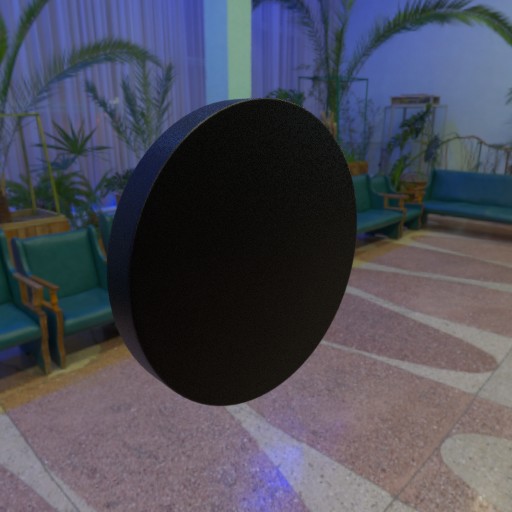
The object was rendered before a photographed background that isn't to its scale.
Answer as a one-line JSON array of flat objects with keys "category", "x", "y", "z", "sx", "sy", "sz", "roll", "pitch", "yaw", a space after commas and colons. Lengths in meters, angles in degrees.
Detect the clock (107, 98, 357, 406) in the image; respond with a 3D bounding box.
[{"category": "clock", "x": 0.000, "y": 0.000, "z": 0.467, "sx": 0.314, "sy": 0.314, "sz": 0.040, "roll": -15, "pitch": 22, "yaw": -41}]
